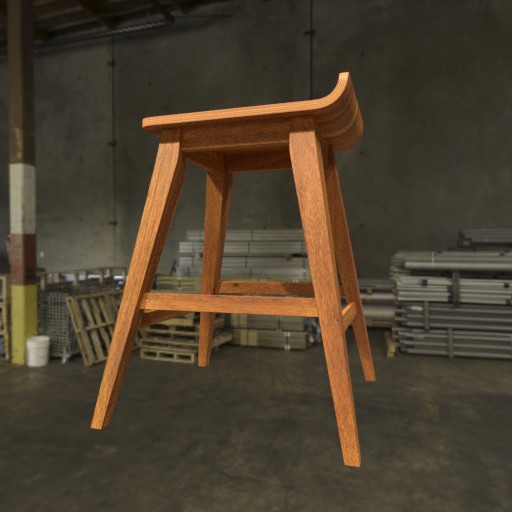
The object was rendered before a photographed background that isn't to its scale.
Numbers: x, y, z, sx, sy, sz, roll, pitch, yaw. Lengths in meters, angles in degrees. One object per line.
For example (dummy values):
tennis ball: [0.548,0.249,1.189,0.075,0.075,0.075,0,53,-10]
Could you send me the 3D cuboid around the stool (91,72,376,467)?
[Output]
stool: [0.000,0.000,1.000,0.500,0.650,0.500,0,1,18]
